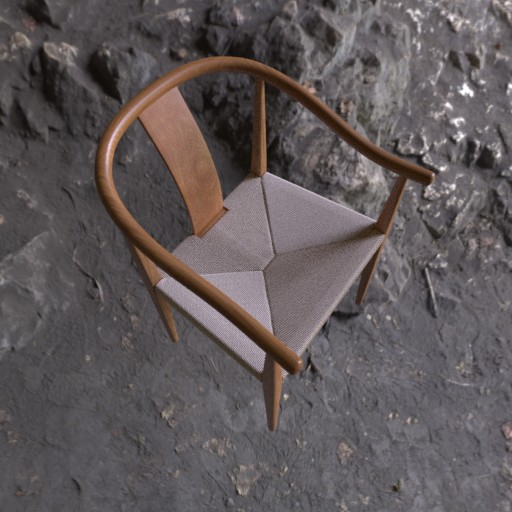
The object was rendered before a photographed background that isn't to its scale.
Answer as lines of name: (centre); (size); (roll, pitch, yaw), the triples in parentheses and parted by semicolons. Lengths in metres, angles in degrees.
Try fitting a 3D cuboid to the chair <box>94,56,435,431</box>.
chair: (0.000, 0.000, 1.170); (0.579, 0.800, 0.556); (33, 64, 18)
